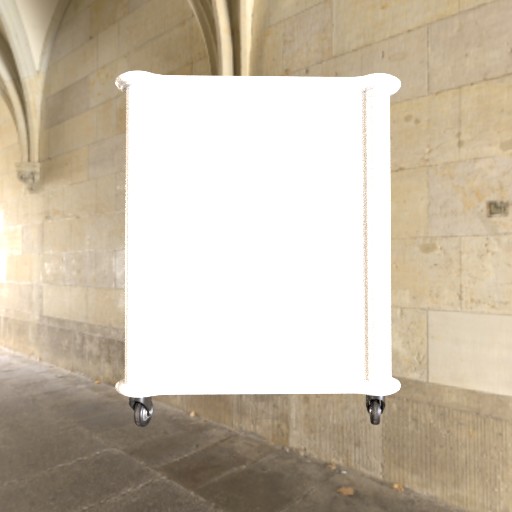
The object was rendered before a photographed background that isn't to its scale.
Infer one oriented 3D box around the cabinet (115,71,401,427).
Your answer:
[{"bbox_3d":[0.000,0.000,1.228,0.628,0.761,0.627,0,-1,-1],"label":"cabinet"}]
